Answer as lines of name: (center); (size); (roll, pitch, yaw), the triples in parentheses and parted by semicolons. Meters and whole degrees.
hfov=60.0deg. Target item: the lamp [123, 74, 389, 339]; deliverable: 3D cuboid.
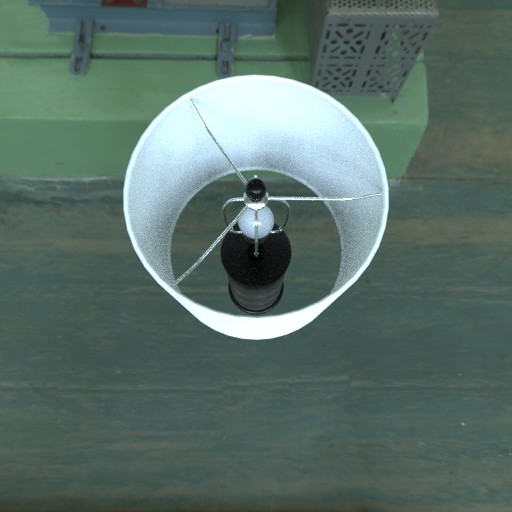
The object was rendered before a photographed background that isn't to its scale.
lamp: (0.000, 0.000, 0.803); (0.305, 0.634, 0.305); (-1, 75, 0)
